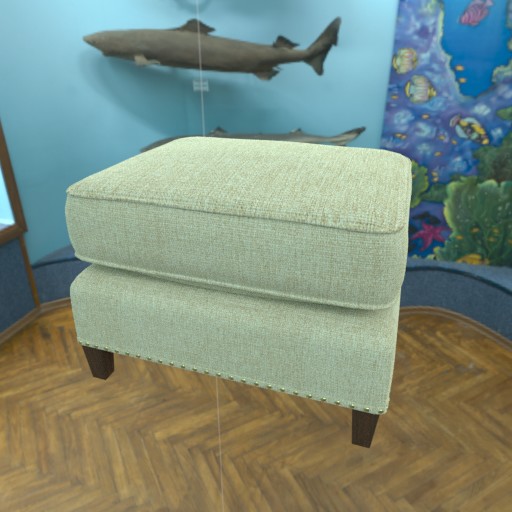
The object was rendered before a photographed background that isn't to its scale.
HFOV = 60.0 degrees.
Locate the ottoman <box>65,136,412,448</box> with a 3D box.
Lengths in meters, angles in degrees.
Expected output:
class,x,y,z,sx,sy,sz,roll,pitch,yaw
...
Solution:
class,x,y,z,sx,sy,sz,roll,pitch,yaw
ottoman,0.000,0.000,1.146,0.738,0.537,0.589,8,28,16
